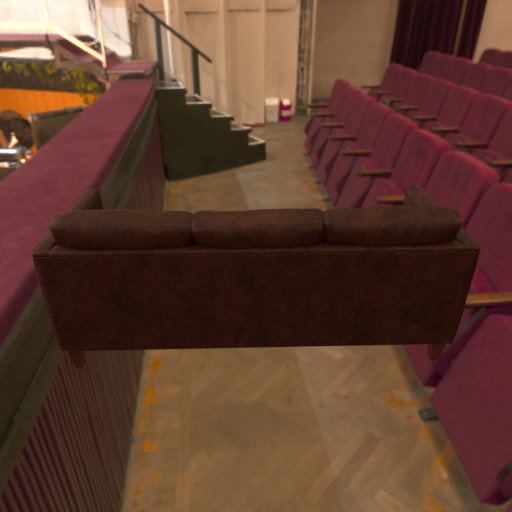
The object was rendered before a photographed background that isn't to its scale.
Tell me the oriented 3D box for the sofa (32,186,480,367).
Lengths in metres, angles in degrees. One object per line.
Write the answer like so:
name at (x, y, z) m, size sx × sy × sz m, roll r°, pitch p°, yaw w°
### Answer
sofa at (0.000, 0.000, 2.988) m, size 2.464 × 1.006 × 1.045 m, roll -1°, pitch 29°, yaw -1°
